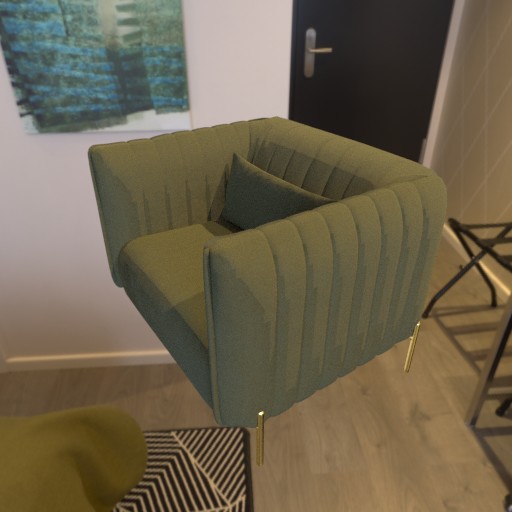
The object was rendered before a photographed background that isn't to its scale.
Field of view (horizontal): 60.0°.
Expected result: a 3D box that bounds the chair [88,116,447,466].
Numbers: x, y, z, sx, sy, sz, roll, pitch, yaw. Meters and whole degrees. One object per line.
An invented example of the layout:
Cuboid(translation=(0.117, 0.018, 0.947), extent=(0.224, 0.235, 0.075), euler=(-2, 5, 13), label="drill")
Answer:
Cuboid(translation=(0.000, 0.000, 1.676), extent=(0.877, 0.794, 1.032), euler=(-20, 36, -29), label="chair")
